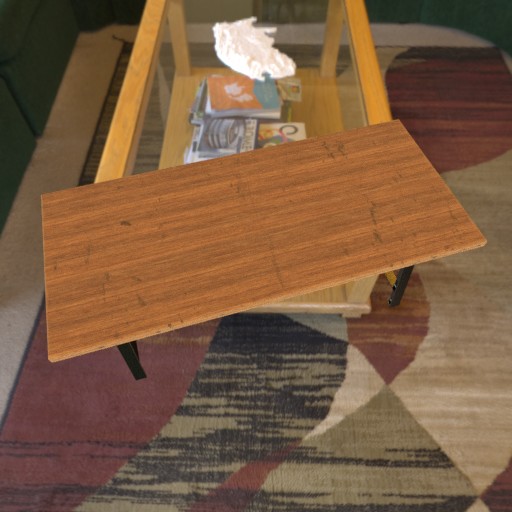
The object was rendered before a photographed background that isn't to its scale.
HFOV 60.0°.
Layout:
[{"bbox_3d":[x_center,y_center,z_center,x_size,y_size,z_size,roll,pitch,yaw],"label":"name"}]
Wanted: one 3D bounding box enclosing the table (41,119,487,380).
[{"bbox_3d":[0.000,0.000,2.692,2.200,0.757,1.000,-14,57,-9],"label":"table"}]
